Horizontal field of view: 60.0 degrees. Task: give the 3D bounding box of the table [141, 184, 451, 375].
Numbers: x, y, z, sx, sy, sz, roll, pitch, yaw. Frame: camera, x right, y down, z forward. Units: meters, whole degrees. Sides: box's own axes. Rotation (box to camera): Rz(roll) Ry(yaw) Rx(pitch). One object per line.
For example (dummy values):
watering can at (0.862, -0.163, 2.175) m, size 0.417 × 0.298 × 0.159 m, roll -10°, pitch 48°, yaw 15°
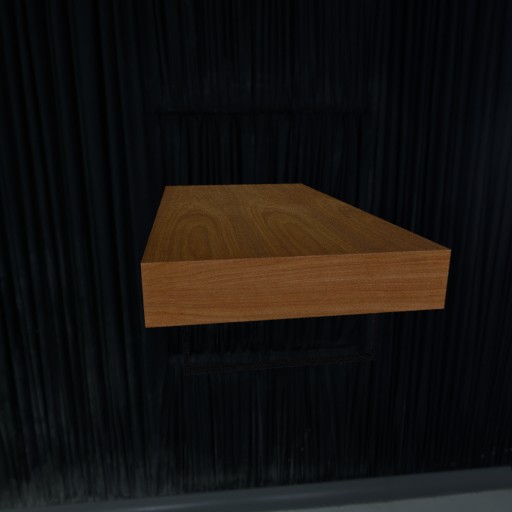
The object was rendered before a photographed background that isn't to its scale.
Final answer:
table at (0.000, 0.000, 1.461) m, size 0.610 × 0.330 × 1.194 m, roll -2°, pitch 16°, yaw -9°
